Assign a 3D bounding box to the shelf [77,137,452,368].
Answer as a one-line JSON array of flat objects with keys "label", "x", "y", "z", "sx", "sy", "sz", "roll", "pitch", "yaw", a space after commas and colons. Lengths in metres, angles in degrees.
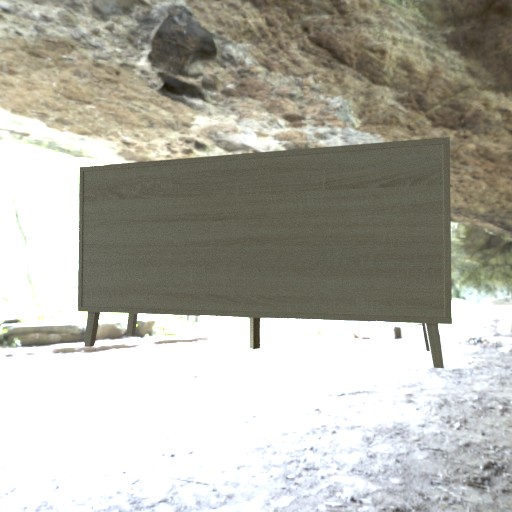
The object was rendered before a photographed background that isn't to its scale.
[{"label": "shelf", "x": 0.000, "y": 0.000, "z": 1.893, "sx": 1.490, "sy": 0.780, "sz": 0.400, "roll": -1, "pitch": -2, "yaw": 17}]
